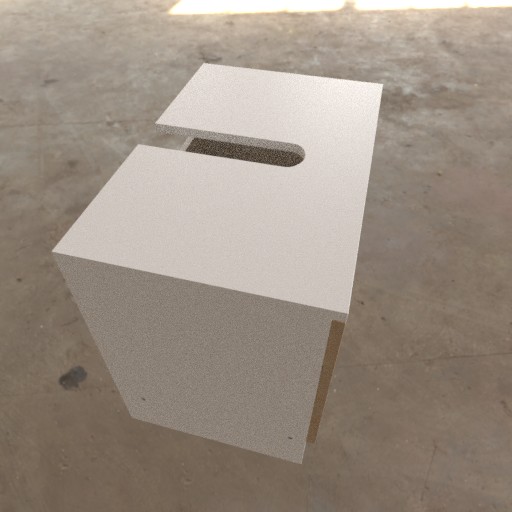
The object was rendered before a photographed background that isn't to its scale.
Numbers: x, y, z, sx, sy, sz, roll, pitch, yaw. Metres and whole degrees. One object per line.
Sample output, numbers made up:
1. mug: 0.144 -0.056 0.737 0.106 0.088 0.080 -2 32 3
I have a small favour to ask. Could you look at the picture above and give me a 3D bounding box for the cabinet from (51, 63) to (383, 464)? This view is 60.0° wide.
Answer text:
1. cabinet: 0.000 0.000 0.938 0.400 0.522 0.600 11 48 10
